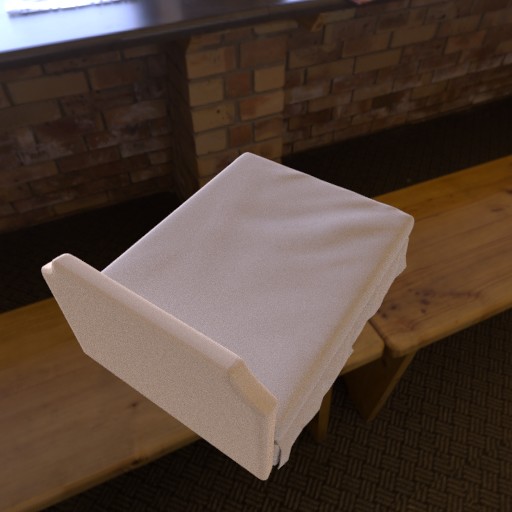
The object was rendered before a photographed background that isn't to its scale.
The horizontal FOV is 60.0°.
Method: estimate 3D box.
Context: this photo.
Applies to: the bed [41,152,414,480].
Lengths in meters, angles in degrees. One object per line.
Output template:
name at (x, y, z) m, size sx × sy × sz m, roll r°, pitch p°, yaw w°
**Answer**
bed at (0.000, 0.000, 3.621) m, size 1.977 × 1.293 × 2.498 m, roll 26°, pitch 52°, yaw 22°
